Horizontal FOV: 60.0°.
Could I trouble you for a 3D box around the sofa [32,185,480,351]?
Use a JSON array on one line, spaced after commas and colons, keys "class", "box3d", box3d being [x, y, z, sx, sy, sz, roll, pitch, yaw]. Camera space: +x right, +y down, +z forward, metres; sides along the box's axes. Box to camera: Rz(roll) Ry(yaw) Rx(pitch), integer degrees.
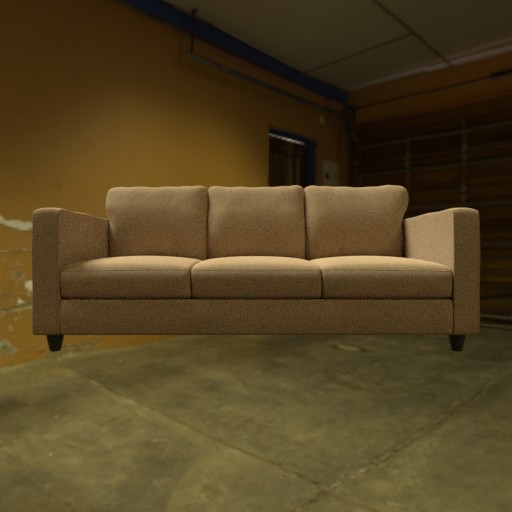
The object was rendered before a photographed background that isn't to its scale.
[{"class": "sofa", "box3d": [0.000, 0.000, 2.278, 1.855, 0.800, 0.930, 0, 0, 0]}]
